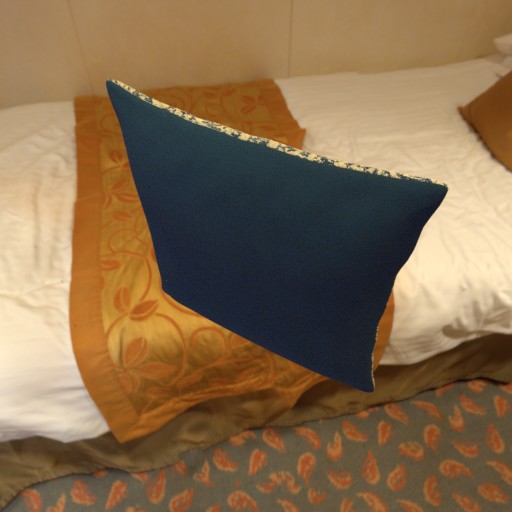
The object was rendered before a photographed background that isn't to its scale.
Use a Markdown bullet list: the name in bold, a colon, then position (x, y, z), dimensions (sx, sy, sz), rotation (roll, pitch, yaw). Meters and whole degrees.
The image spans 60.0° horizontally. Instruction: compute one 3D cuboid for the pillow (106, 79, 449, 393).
- **pillow**: position (0.000, 0.000, 0.770), dimensions (0.523, 0.510, 0.166), rotation (23, 51, 21)
